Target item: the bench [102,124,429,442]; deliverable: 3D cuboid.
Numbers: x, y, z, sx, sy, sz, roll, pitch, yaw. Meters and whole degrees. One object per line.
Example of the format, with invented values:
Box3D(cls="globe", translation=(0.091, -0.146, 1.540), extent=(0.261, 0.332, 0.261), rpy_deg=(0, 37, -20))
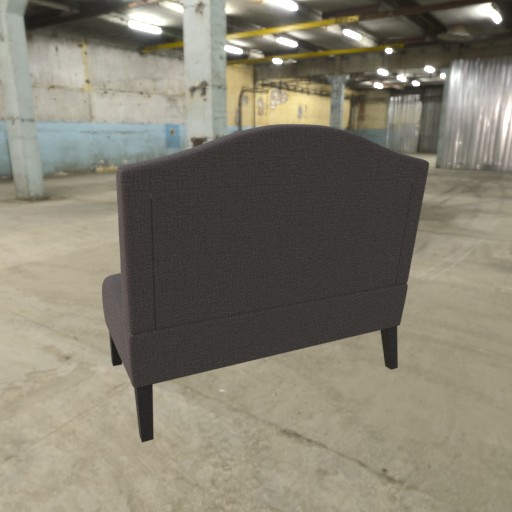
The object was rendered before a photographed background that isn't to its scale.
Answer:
Box3D(cls="bench", translation=(0.000, 0.000, 2.106), extent=(1.335, 1.180, 0.815), rpy_deg=(-7, 16, -26))
